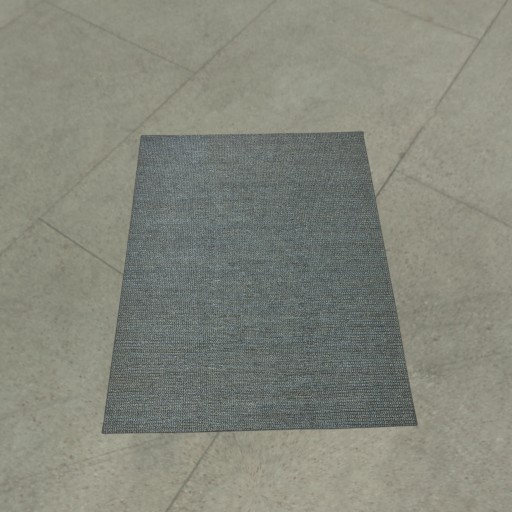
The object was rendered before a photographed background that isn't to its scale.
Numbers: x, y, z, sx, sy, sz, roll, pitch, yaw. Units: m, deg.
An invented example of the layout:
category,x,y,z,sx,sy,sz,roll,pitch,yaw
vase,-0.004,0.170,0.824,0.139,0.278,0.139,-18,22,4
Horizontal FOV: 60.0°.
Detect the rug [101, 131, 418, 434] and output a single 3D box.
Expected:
category,x,y,z,sx,sy,sz,roll,pitch,yaw
rug,0.000,0.000,4.146,2.456,0.021,3.068,-1,62,-1
